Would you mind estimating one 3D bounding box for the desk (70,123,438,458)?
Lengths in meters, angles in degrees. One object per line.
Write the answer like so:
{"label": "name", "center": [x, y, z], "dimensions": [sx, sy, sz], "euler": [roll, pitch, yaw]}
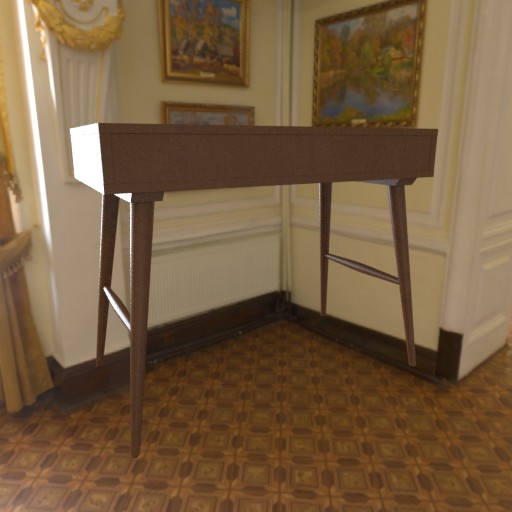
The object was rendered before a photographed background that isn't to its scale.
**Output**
{"label": "desk", "center": [0.000, 0.000, 1.372], "dimensions": [0.949, 0.758, 0.510], "euler": [-8, 16, -27]}
